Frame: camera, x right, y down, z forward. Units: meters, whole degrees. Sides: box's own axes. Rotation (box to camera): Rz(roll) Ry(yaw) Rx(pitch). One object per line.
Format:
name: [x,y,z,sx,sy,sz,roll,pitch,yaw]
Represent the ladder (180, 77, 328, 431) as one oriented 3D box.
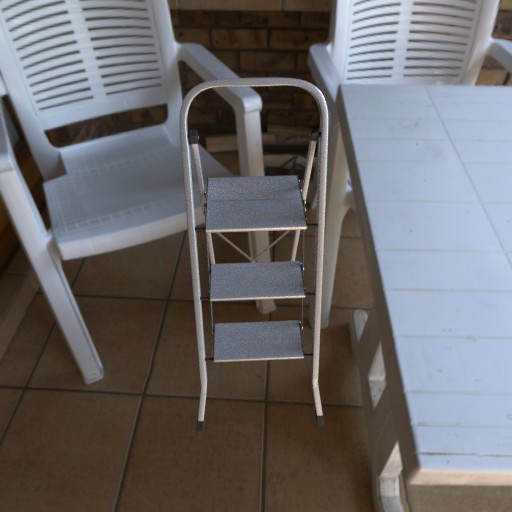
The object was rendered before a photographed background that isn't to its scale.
ladder: [0.000,0.000,1.472,0.465,1.070,0.704,-2,46,-2]
